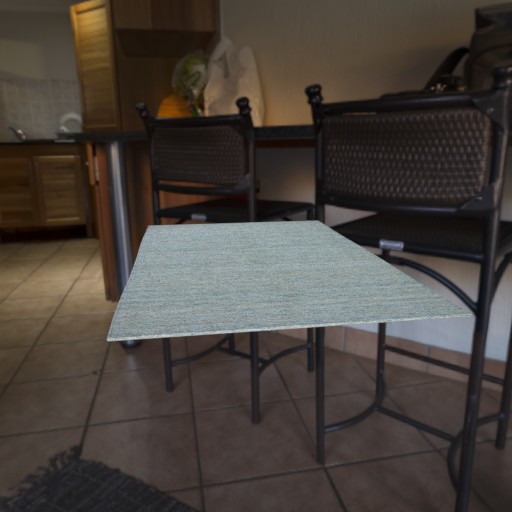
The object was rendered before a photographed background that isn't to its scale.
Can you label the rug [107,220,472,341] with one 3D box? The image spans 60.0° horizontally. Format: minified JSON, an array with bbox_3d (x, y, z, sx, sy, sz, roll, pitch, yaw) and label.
[{"bbox_3d":[0.000,0.000,2.905,1.547,0.013,2.283,-2,15,-9],"label":"rug"}]
